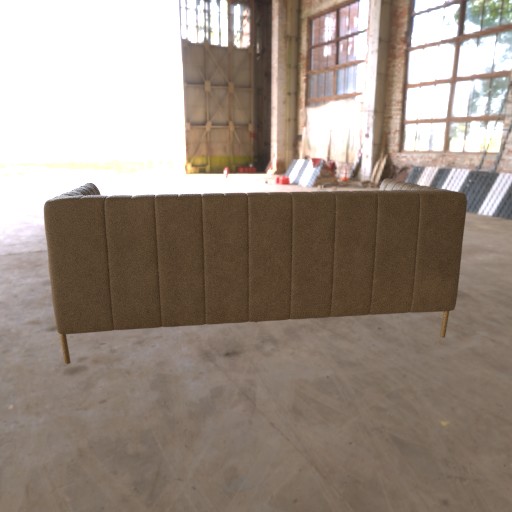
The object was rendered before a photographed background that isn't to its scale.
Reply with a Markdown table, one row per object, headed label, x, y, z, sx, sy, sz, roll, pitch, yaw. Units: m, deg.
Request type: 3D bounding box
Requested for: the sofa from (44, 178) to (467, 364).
| label | x | y | z | sx | sy | sz | roll | pitch | yaw |
| --- | --- | --- | --- | --- | --- | --- | --- | --- | --- |
| sofa | 0.000 | 0.000 | 2.450 | 1.980 | 0.779 | 0.876 | -2 | 15 | -8 |
